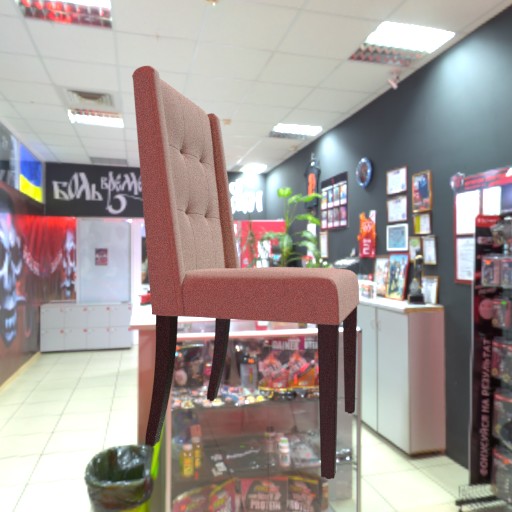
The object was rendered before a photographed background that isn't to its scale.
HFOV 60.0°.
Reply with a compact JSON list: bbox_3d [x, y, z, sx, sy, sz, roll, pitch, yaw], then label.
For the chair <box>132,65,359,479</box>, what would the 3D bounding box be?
[{"bbox_3d":[0.000,0.000,1.235,0.523,0.961,0.474,0,0,18],"label":"chair"}]
